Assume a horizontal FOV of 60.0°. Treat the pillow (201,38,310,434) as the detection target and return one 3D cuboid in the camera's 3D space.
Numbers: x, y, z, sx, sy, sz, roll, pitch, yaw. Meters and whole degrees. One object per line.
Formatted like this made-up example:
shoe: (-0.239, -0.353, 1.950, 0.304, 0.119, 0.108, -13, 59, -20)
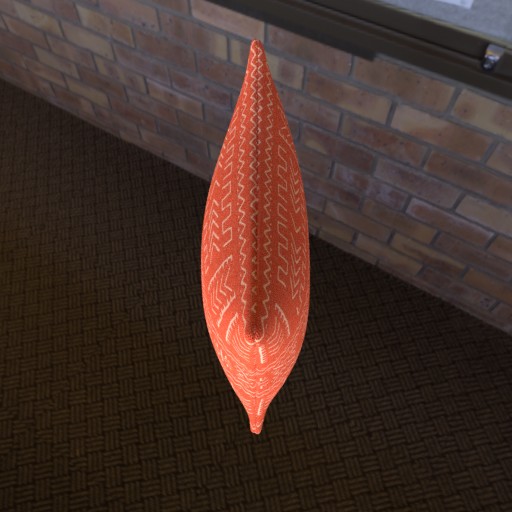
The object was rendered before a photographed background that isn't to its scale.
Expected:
pillow: (0.000, 0.000, 0.669, 0.164, 0.429, 0.438, 0, 59, 0)
